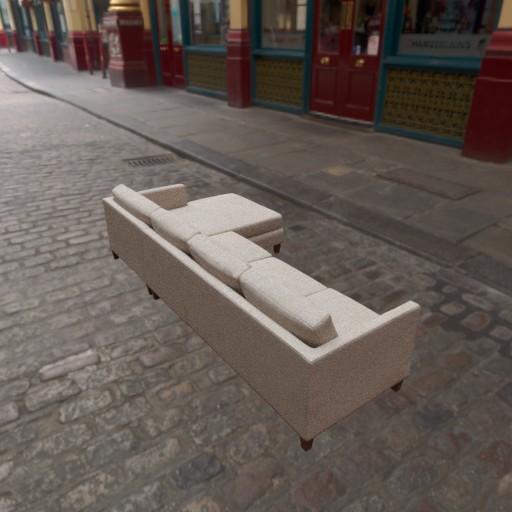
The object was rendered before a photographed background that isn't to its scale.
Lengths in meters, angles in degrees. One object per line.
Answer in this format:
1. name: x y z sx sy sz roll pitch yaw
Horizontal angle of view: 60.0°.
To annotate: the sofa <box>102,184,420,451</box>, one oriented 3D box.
1. sofa: 0.000 0.000 3.933 1.625 0.846 3.186 -18 31 -32
